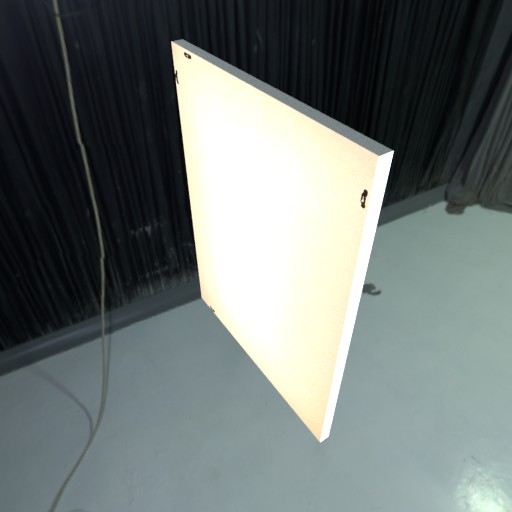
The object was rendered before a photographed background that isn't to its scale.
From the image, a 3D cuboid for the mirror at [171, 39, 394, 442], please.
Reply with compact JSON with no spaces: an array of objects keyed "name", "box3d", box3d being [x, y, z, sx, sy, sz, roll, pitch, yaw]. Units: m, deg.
[{"name":"mirror","box3d":[0.000,0.000,1.313,0.040,1.016,0.762,-25,47,-25]}]
